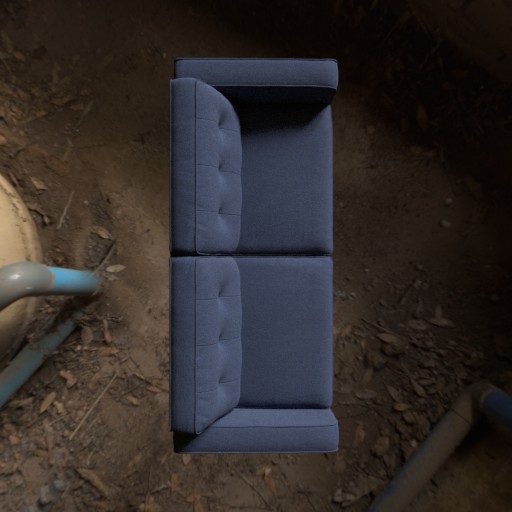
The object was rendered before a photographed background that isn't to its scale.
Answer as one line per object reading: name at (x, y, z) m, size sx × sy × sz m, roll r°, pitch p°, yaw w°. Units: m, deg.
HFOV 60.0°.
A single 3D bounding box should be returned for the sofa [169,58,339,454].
sofa at (0.000, 0.000, 2.687) m, size 0.953 × 0.782 × 2.270 m, roll 0°, pitch 90°, yaw -1°
